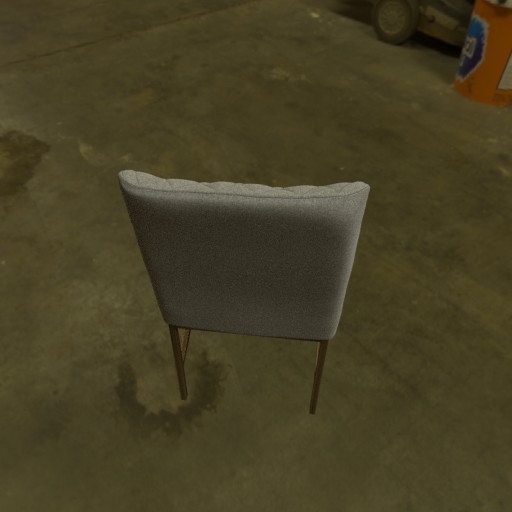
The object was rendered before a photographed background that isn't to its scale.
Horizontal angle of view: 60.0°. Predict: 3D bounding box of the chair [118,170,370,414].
[{"bbox_3d":[0.000,0.000,1.251,0.508,0.889,0.587,5,46,5],"label":"chair"}]
